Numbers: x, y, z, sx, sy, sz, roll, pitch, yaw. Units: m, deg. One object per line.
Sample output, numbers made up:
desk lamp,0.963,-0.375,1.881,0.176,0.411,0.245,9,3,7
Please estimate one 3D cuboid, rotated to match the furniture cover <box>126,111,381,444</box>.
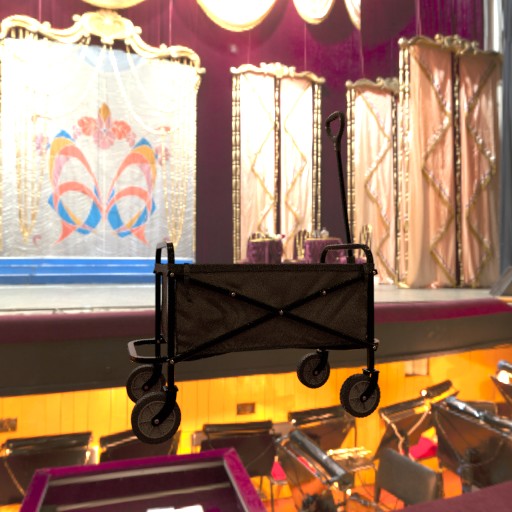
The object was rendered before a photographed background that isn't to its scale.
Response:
furniture cover,0.000,0.000,1.878,1.038,1.295,0.532,0,-1,-18
